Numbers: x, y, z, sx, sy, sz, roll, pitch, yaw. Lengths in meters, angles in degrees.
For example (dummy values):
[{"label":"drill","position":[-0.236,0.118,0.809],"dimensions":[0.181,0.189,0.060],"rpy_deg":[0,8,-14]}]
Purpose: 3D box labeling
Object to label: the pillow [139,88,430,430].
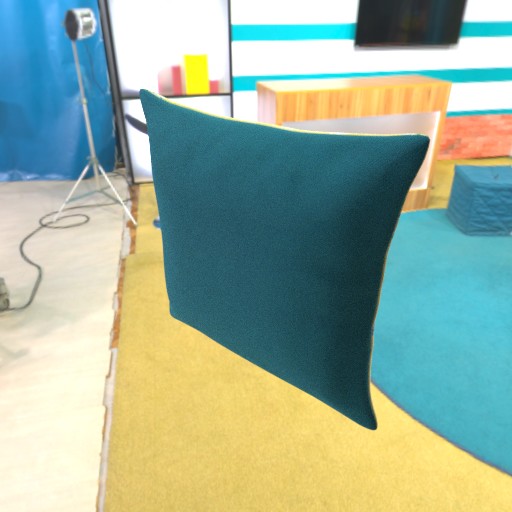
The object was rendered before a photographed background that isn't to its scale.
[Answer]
[{"label":"pillow","position":[0.000,0.000,0.777],"dimensions":[0.525,0.508,0.166],"rpy_deg":[22,36,33]}]
